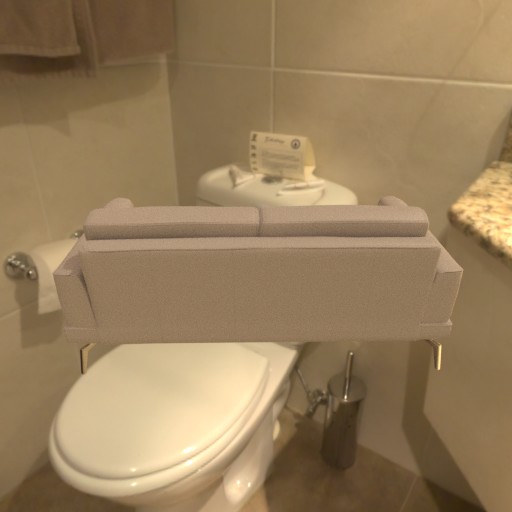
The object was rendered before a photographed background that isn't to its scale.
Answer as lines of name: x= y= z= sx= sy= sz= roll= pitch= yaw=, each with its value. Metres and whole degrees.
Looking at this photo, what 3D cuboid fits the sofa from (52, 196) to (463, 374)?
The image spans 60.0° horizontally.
sofa: x=0.000 y=0.000 z=2.795 sx=2.177 sy=0.930 sz=1.121 roll=0 pitch=28 yaw=-1
